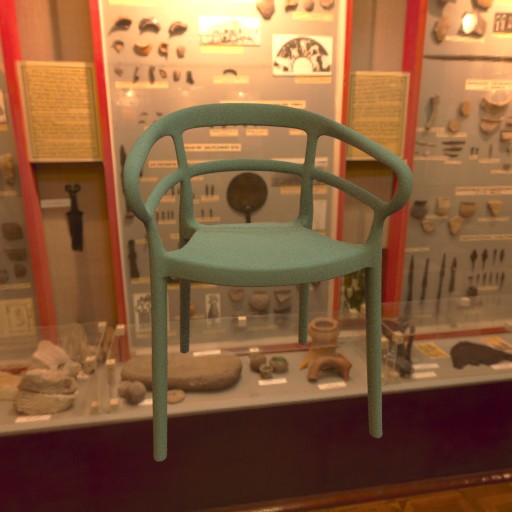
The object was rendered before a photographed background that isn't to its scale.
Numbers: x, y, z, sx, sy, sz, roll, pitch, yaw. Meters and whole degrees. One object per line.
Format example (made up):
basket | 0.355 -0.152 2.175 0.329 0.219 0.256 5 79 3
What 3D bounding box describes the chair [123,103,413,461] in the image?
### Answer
chair | 0.000 0.000 1.119 0.559 0.761 0.527 -2 16 -8
